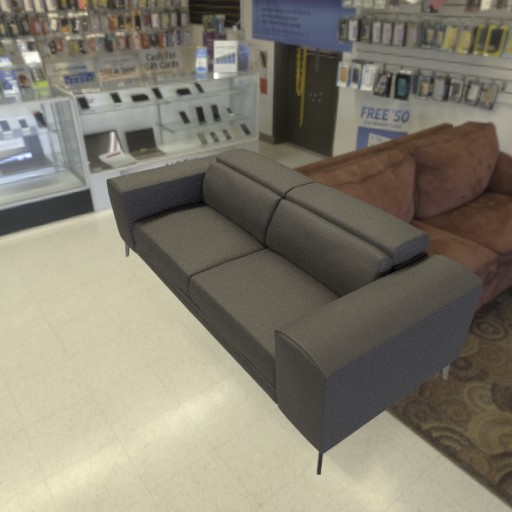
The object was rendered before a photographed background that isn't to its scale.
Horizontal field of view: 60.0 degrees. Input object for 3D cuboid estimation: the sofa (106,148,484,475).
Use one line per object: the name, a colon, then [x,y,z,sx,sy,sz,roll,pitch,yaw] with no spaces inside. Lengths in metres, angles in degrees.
sofa: [0.000,0.000,2.767,1.048,0.814,2.330,-21,37,-30]
